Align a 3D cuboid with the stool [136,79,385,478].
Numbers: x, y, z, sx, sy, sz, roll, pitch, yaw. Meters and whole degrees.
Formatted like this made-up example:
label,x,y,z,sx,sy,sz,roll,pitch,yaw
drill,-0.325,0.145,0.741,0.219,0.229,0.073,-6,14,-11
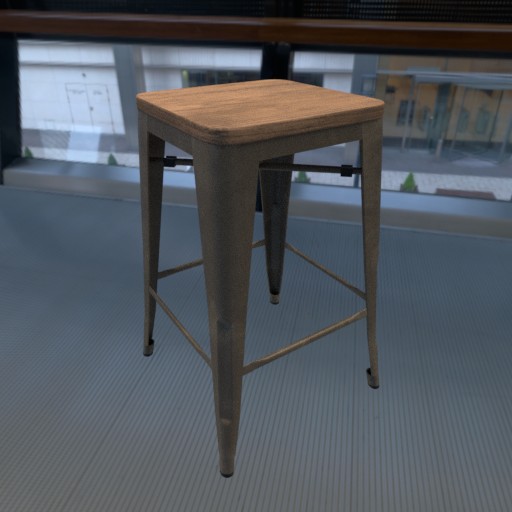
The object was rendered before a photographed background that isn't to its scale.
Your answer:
label,x,y,z,sx,sy,sz,roll,pitch,yaw
stool,0.000,0.000,0.890,0.407,0.607,0.407,-18,35,-29
